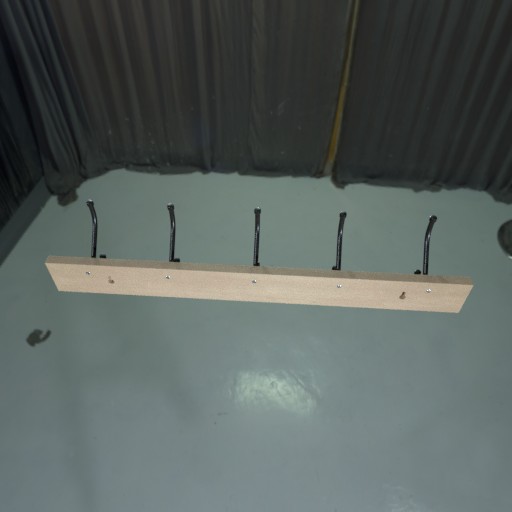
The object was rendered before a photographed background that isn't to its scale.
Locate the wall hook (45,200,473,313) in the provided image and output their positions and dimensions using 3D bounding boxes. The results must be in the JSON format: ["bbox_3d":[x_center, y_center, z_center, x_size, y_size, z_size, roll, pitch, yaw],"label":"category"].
[{"bbox_3d":[0.000,0.000,0.615,0.571,0.117,0.071,3,46,3],"label":"wall hook"}]
